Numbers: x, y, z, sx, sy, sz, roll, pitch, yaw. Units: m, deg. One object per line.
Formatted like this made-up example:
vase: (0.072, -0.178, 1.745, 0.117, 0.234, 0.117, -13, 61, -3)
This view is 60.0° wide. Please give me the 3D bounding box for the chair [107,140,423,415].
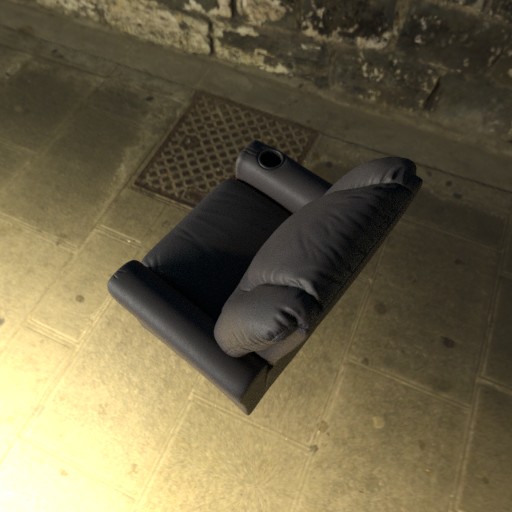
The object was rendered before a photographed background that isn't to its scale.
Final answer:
chair: (0.000, 0.000, 1.130, 0.521, 0.709, 0.610, 35, 68, 17)
